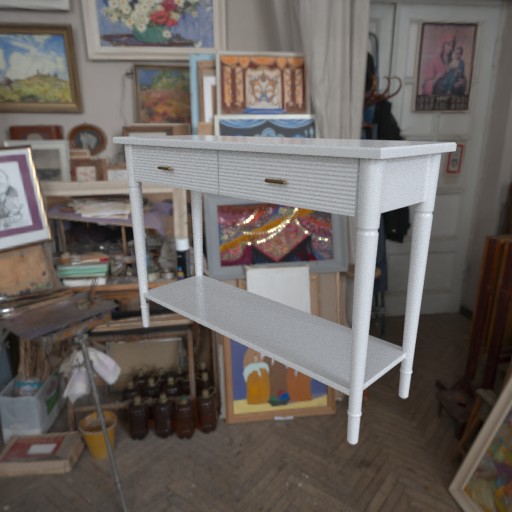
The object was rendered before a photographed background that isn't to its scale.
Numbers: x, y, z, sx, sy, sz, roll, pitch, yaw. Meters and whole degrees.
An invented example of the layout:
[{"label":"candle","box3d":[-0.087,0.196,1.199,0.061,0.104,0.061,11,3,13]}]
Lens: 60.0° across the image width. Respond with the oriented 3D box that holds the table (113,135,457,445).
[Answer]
[{"label":"table","box3d":[0.000,0.000,1.469,1.067,0.749,0.381,16,23,42]}]
